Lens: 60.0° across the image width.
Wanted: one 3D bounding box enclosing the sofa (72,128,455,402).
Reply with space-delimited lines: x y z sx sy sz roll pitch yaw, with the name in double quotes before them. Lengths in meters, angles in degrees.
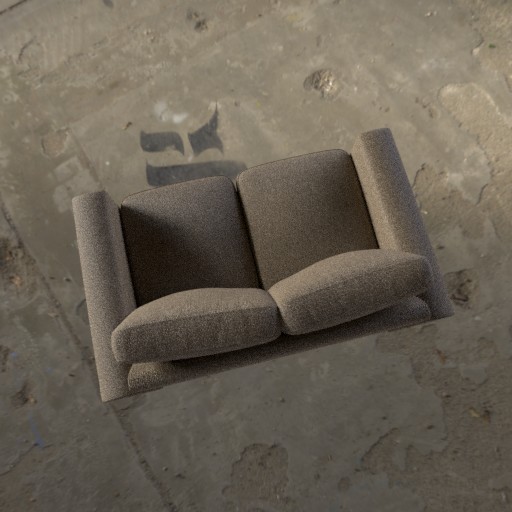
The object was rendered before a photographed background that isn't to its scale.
"sofa" 0.000 0.000 2.185 1.616 0.873 1.016 -13 76 -3
